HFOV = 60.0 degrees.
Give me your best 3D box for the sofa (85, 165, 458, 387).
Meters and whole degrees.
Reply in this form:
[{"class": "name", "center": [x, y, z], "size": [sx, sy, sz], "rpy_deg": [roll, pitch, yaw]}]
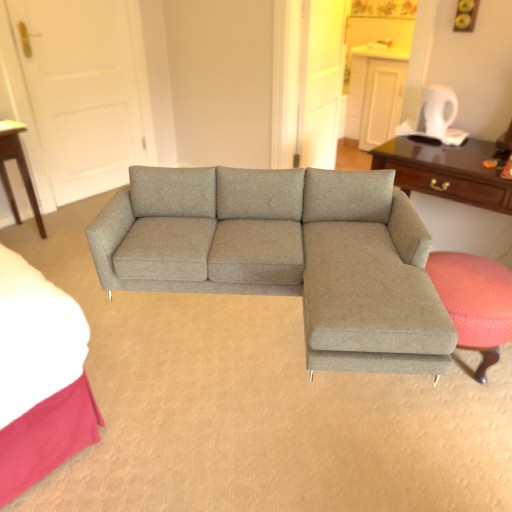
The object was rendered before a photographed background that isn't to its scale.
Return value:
[{"class": "sofa", "center": [0.000, 0.000, 3.205], "size": [2.438, 0.864, 1.626], "rpy_deg": [2, 31, 3]}]
